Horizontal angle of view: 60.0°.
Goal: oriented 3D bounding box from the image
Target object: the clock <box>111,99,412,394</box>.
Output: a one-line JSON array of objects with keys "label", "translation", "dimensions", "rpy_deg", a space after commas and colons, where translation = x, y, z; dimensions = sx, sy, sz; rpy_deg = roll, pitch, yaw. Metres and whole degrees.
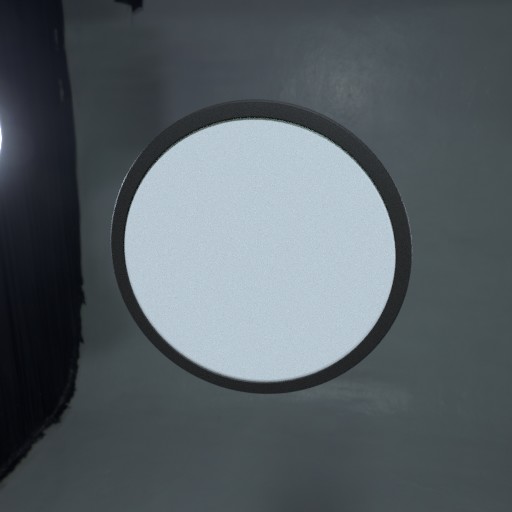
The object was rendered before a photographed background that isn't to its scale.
[{"label": "clock", "translation": [0.000, 0.000, 0.442], "dimensions": [0.293, 0.293, 0.040], "rpy_deg": [2, 16, 9]}]
